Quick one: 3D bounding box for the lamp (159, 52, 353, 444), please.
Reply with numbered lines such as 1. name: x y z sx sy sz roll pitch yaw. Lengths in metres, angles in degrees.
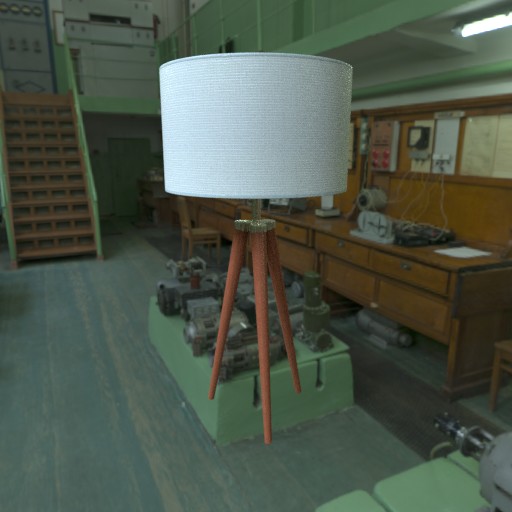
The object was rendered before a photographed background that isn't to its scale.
1. lamp: 0.000 0.000 0.914 0.354 0.709 0.355 -7 15 -27
